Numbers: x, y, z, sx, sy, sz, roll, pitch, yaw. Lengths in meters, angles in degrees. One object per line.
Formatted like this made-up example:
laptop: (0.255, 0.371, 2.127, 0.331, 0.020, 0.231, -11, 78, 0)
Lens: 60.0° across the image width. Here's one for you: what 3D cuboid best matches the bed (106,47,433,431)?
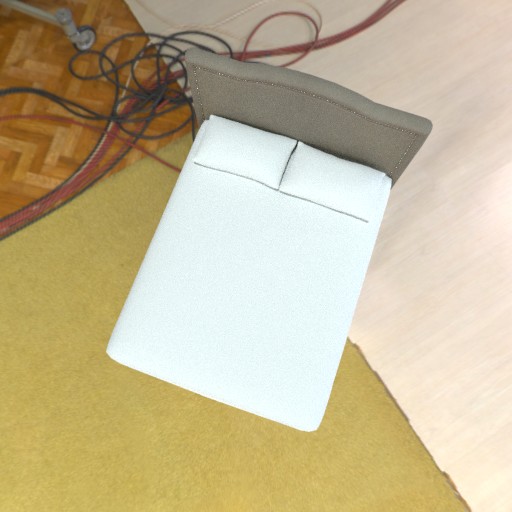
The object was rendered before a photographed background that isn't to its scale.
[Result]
bed: (0.000, 0.000, 3.237, 1.744, 1.441, 2.128, 19, 76, 5)
